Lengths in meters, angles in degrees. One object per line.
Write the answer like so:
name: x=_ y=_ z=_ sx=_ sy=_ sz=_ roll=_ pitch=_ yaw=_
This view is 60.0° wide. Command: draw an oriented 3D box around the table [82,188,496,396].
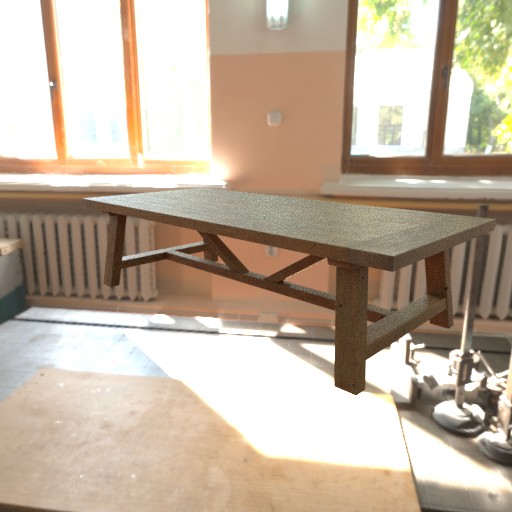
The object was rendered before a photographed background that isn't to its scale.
table: x=0.000 y=0.000 z=2.101 sx=1.800 sy=0.465 sz=0.820 roll=13 pitch=19 yaw=43
